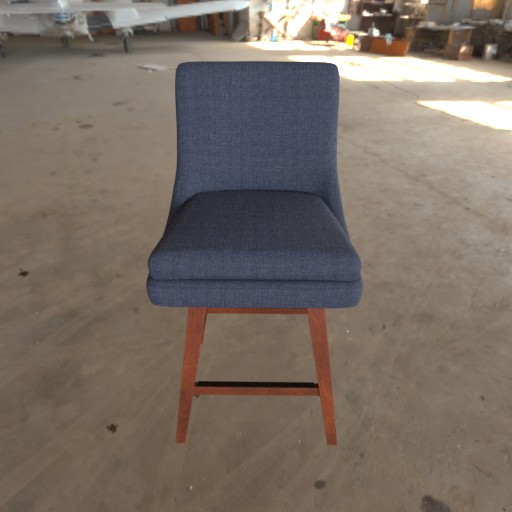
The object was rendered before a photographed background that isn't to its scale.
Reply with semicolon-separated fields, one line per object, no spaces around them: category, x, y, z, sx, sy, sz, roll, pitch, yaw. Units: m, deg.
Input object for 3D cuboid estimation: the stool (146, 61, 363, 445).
stool;0.000;0.000;1.174;0.467;0.895;0.524;0;31;1
